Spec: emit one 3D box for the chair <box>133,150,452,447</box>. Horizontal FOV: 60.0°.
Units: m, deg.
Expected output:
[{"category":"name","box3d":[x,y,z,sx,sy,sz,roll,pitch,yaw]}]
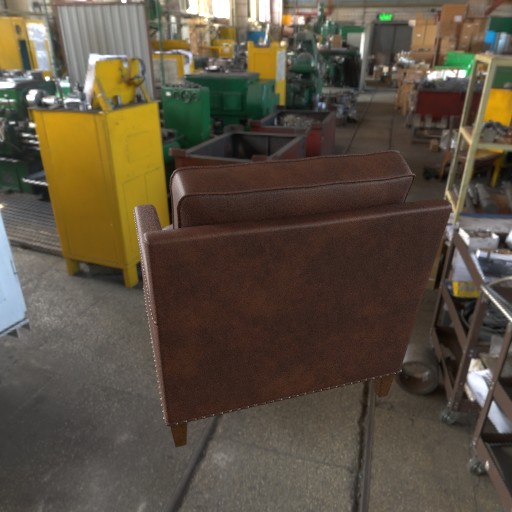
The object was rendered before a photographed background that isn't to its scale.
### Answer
[{"category":"chair","box3d":[0.000,0.000,1.700,0.853,0.929,1.014,-8,27,-15]}]
